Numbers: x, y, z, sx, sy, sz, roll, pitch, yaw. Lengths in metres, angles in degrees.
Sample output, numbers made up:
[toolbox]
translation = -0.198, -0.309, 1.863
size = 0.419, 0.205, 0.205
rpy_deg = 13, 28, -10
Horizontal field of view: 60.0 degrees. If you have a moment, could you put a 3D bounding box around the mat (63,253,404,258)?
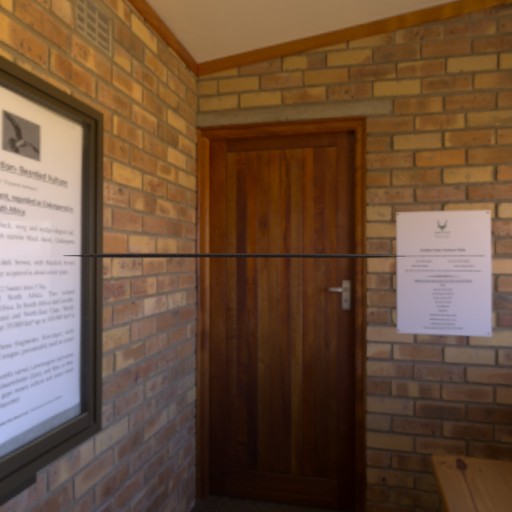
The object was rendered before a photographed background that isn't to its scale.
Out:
[mat]
translation = 0.000, 0.000, 1.865
size = 1.524, 0.013, 0.913
rpy_deg = 0, 0, -18
